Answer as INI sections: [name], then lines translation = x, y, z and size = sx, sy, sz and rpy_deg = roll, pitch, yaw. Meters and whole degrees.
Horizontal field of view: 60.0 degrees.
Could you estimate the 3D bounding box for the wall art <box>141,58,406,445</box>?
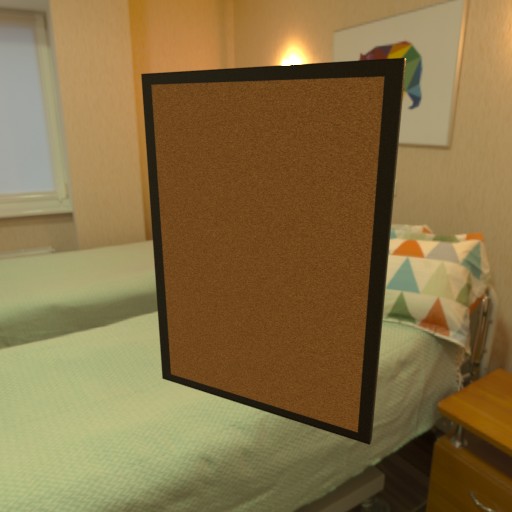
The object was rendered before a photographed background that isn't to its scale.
[wall art]
translation = 0.000, 0.000, 0.834
size = 0.480, 0.657, 0.016
rpy_deg = 9, 19, 26
